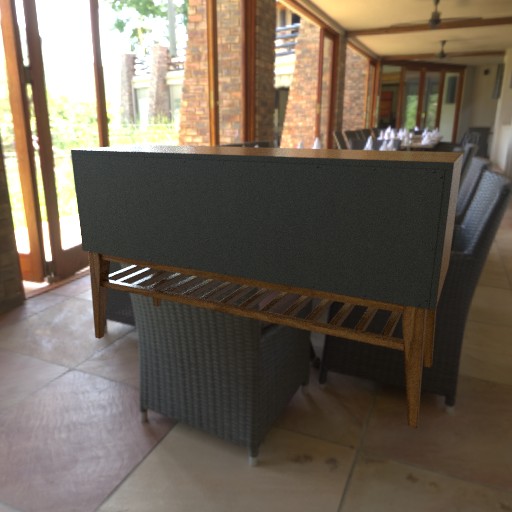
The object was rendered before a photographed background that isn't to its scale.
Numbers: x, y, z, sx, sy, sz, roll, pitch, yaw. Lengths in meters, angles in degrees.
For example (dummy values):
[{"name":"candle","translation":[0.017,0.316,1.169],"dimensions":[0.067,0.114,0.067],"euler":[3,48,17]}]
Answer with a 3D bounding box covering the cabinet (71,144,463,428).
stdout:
[{"name":"cabinet","translation":[0.000,0.000,1.734],"dimensions":[1.363,0.802,0.477],"euler":[8,18,26]}]
